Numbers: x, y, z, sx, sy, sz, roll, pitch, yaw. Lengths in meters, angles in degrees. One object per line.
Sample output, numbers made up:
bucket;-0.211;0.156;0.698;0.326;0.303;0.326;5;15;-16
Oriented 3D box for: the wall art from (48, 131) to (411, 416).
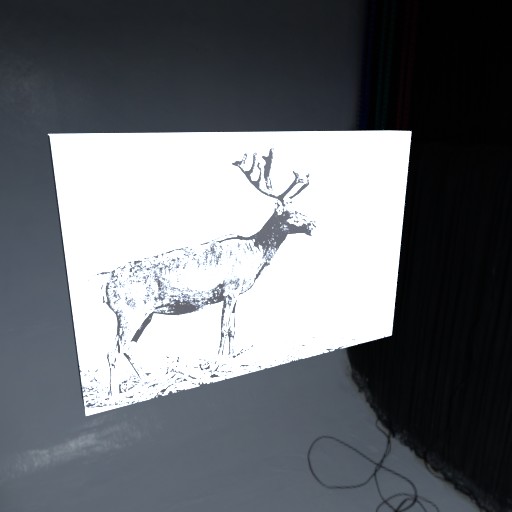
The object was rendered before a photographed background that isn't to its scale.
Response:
wall art;0.000;0.000;0.483;0.381;0.259;0.038;-8;18;-25
